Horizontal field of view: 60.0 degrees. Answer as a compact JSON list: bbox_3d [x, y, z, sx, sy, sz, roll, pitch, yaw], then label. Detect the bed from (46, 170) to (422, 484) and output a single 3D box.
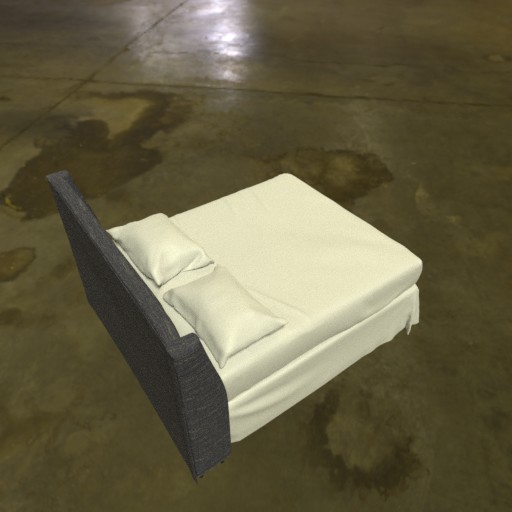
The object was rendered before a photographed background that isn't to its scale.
[{"bbox_3d":[0.000,0.000,3.409,2.276,1.332,1.925,-25,46,-26],"label":"bed"}]
